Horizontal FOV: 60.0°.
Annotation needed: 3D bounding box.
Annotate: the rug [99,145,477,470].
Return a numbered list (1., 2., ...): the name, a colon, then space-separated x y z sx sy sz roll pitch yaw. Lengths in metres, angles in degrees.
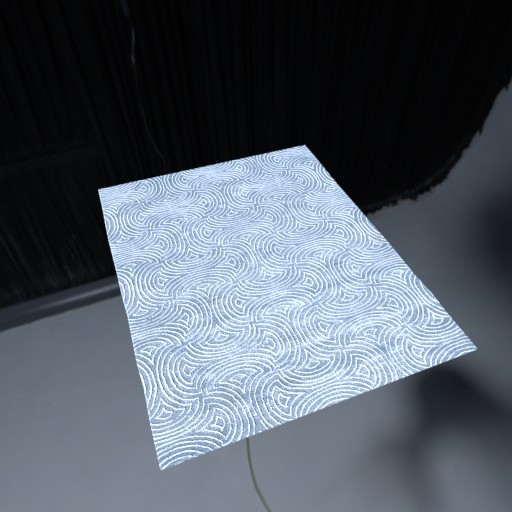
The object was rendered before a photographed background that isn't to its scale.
1. rug: 0.000 0.000 4.051 2.456 0.021 3.042 -15 48 -14
